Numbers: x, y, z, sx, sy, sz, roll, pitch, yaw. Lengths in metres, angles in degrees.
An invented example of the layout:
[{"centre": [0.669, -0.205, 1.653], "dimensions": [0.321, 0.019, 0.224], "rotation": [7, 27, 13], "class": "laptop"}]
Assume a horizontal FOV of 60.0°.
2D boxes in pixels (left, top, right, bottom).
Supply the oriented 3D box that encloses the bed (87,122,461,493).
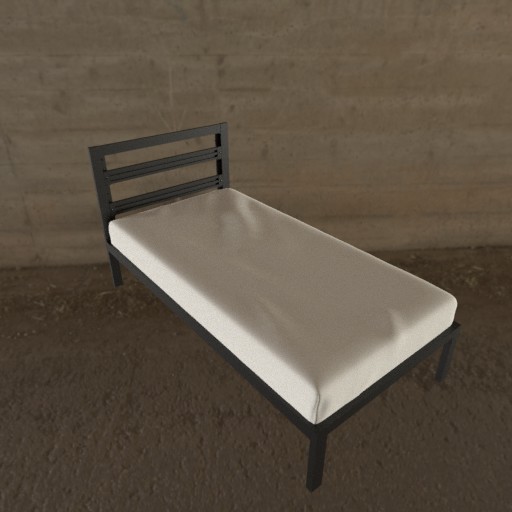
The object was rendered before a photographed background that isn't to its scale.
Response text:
[{"centre": [0.000, 0.000, 2.454], "dimensions": [0.991, 0.967, 1.930], "rotation": [-22, 37, -33], "class": "bed"}]
